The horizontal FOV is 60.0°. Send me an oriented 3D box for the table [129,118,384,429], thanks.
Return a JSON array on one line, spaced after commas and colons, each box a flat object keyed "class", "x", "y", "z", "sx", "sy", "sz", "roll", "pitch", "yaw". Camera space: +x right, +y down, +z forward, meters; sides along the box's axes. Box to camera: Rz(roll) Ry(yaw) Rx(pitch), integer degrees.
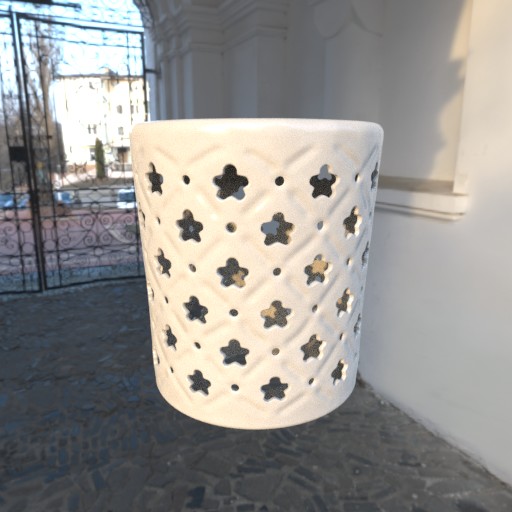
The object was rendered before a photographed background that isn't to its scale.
[{"class": "table", "x": 0.000, "y": 0.000, "z": 0.674, "sx": 0.352, "sy": 0.387, "sz": 0.352, "roll": 0, "pitch": 14, "yaw": 0}]
